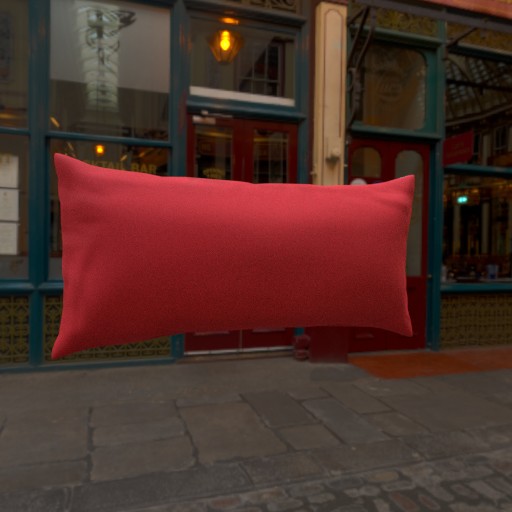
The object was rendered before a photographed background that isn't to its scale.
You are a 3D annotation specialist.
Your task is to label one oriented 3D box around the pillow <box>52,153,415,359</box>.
[{"bbox_3d":[0.000,0.000,0.722,0.608,0.297,0.151,0,0,-18],"label":"pillow"}]
